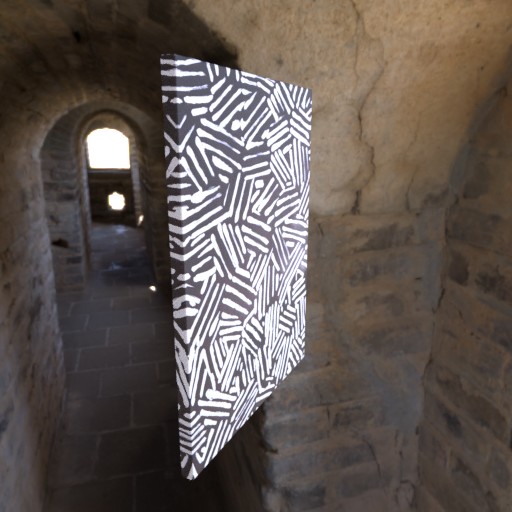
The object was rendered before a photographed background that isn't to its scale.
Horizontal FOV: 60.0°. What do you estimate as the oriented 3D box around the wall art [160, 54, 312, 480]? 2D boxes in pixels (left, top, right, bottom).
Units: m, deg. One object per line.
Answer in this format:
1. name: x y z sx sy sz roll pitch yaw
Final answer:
1. wall art: 0.000 0.000 1.346 0.038 1.017 0.765 8 17 27
